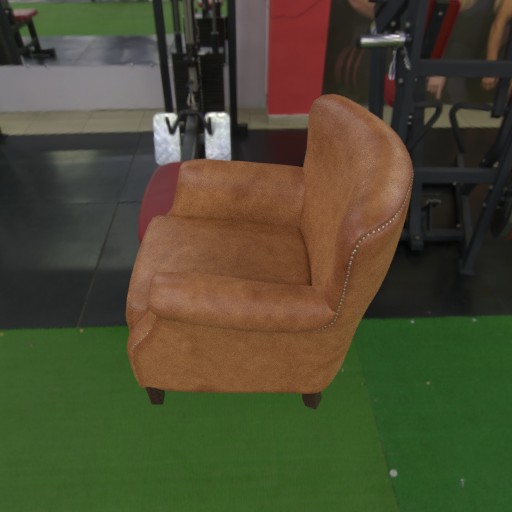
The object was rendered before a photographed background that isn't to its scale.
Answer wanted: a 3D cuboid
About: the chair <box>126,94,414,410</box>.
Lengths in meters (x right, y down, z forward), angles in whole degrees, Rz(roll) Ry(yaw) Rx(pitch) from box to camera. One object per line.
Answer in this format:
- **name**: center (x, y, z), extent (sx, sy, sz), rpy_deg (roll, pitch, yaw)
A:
- **chair**: center (0.000, 0.000, 1.642), extent (0.921, 0.936, 0.861), rpy_deg (0, 41, 0)
